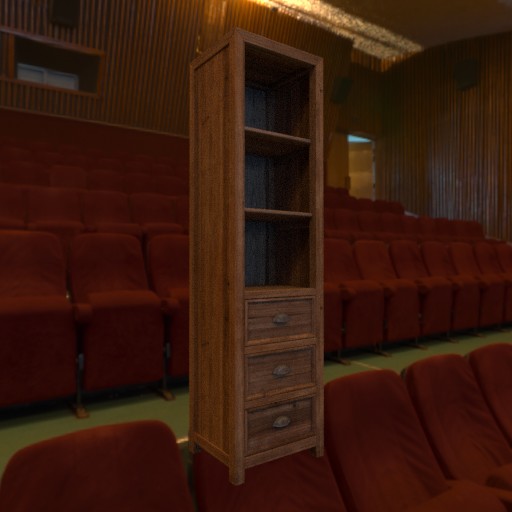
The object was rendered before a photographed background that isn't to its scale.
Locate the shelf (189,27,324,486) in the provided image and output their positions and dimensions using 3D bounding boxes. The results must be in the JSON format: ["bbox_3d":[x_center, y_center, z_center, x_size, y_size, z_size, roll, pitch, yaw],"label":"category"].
[{"bbox_3d":[0.000,0.000,2.146,0.500,1.900,0.428,0,-1,-35],"label":"shelf"}]
